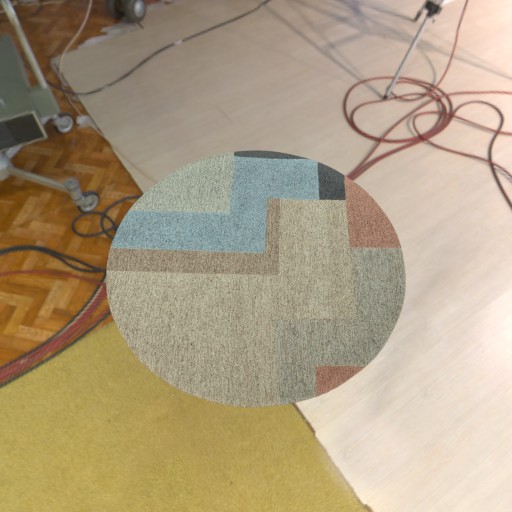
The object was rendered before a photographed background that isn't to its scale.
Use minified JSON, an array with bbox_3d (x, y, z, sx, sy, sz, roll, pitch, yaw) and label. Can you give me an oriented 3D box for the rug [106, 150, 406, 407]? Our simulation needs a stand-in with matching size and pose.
[{"bbox_3d":[0.000,0.000,3.689,2.461,0.033,2.461,0,57,0],"label":"rug"}]
